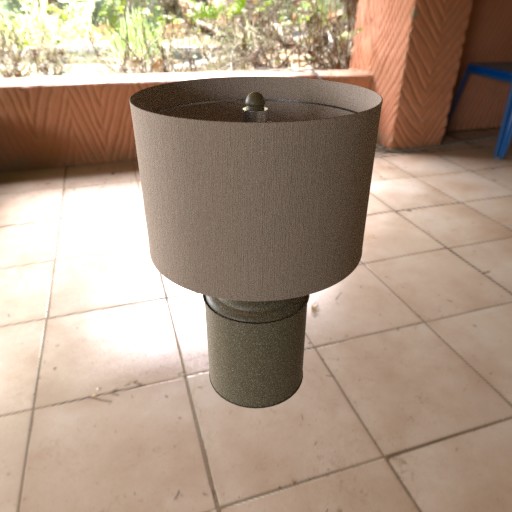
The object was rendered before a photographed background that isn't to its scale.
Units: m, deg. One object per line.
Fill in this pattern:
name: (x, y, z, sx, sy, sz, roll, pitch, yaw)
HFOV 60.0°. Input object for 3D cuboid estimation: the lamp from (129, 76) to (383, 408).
lamp: (0.000, 0.000, 0.690, 0.318, 0.486, 0.318, 0, 30, 0)
